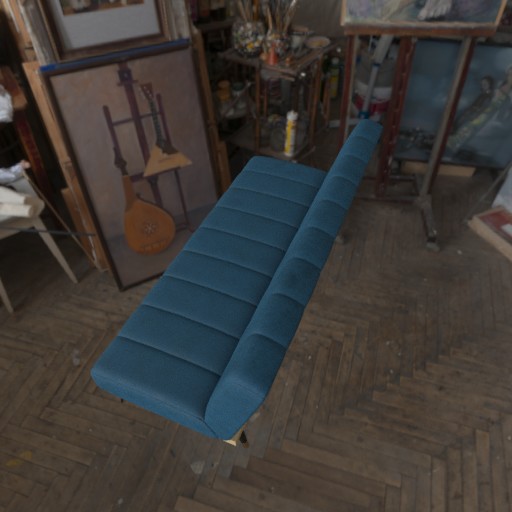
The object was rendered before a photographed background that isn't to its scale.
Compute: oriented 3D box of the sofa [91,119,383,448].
[{"bbox_3d":[0.000,0.000,2.347,0.830,0.825,1.810,17,48,16],"label":"sofa"}]
